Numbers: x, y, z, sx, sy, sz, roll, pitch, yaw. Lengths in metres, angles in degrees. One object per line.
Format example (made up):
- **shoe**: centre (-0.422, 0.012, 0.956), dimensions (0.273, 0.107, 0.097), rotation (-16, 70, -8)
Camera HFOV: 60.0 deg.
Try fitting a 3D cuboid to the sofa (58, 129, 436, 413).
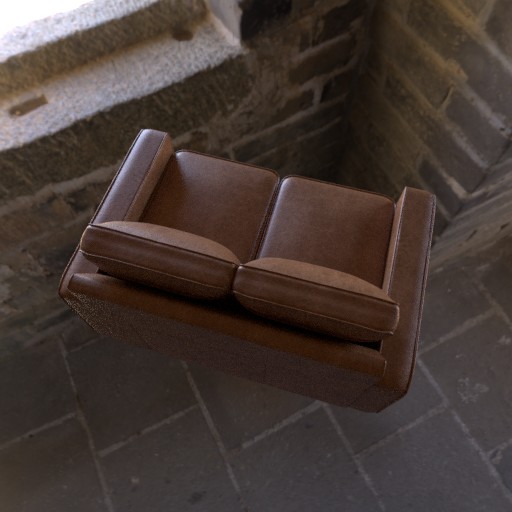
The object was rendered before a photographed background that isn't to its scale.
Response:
- **sofa**: centre (0.000, 0.000, 2.123), dimensions (1.532, 0.896, 1.020), rotation (14, 63, 7)
